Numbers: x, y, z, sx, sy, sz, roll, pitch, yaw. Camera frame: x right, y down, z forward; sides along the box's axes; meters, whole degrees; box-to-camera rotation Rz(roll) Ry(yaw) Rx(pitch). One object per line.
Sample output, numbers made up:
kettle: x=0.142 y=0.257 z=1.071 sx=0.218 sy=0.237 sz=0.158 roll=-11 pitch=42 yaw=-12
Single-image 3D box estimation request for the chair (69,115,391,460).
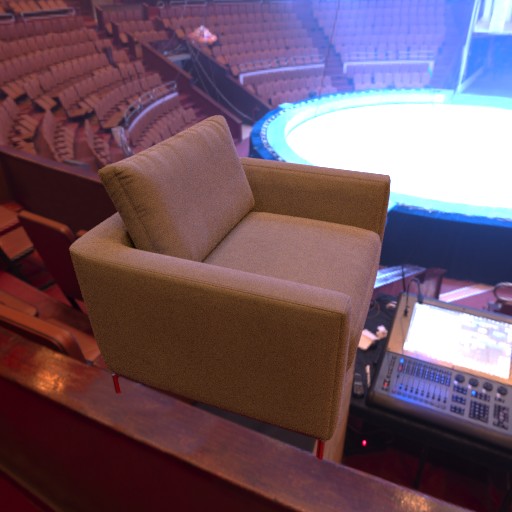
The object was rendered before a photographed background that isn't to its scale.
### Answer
chair: x=0.000 y=0.000 z=1.693 sx=0.889 sy=0.864 sz=1.041 roll=11 pitch=32 yaw=18
